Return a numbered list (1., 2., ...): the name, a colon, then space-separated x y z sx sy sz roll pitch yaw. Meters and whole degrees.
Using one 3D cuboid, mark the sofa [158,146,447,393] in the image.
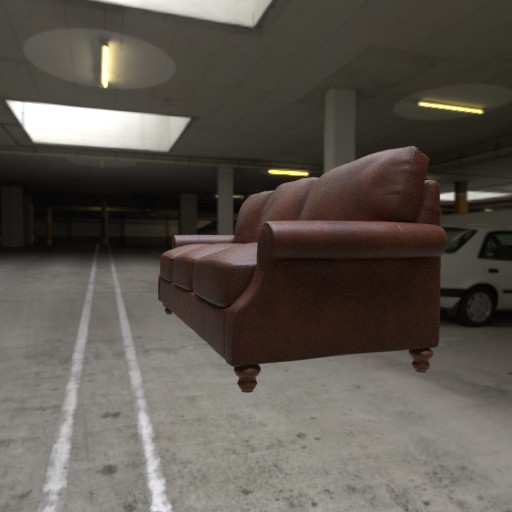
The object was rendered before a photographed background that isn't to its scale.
1. sofa: 0.000 0.000 2.773 0.973 0.977 2.351 0 1 -19
